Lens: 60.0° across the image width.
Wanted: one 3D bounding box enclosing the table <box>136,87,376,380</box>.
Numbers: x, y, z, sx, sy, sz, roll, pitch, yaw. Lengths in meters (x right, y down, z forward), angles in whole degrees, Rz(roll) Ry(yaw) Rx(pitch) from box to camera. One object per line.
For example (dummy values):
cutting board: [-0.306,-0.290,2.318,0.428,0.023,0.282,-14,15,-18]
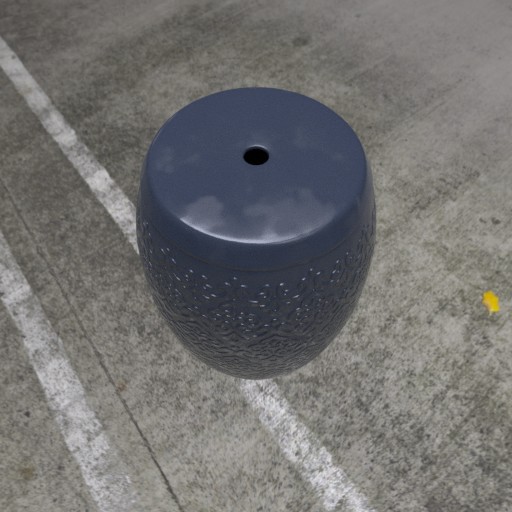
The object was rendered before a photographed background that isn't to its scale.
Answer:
table: [0.000,0.000,0.632,0.309,0.397,0.309,0,57,0]
